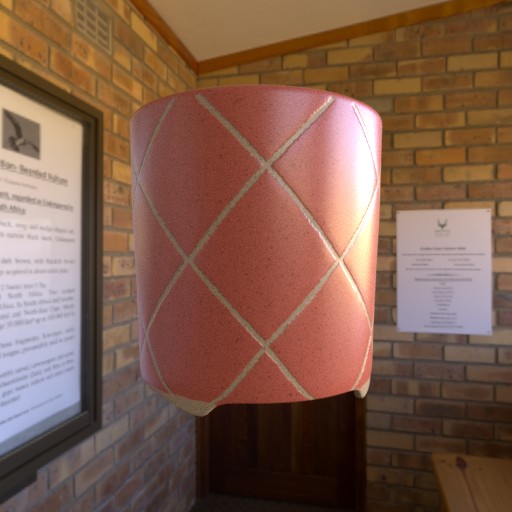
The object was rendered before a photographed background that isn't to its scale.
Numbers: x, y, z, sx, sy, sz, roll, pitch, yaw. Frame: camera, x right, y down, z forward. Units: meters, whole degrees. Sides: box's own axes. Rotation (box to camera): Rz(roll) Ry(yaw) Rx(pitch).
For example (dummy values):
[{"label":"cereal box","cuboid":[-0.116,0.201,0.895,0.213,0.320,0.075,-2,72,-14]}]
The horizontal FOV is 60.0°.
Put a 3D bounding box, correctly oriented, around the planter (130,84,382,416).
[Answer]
[{"label":"planter","cuboid":[0.000,0.000,0.415,0.227,0.235,0.227,0,0,0]}]
